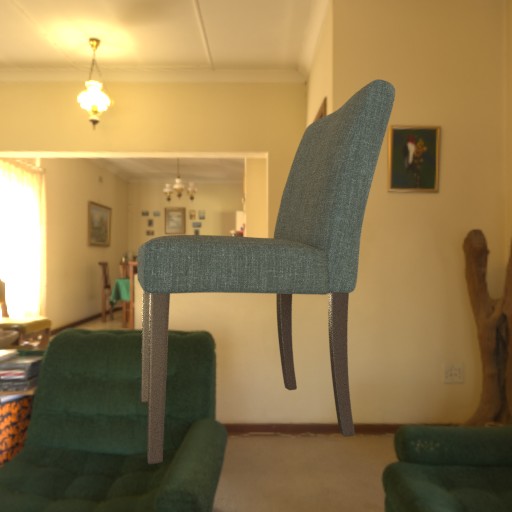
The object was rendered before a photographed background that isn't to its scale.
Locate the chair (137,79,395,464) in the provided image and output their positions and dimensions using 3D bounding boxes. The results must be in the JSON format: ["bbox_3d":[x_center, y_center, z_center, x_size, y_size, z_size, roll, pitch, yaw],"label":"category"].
[{"bbox_3d":[0.000,0.000,1.230,0.629,0.884,0.487,0,0,-16],"label":"chair"}]
